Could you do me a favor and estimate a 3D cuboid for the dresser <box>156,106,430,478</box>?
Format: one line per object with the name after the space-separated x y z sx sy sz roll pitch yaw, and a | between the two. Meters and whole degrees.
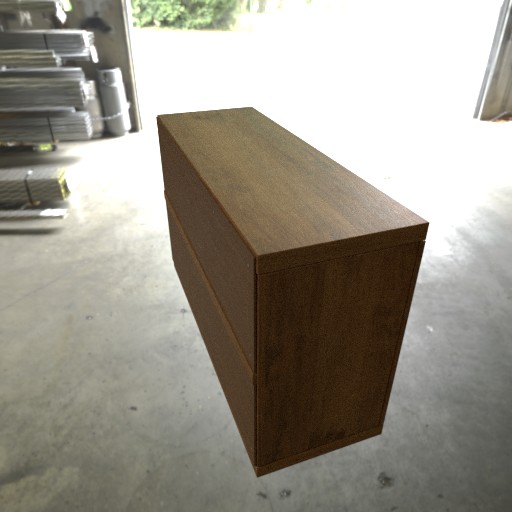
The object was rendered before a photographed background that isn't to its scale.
0.000 0.000 1.718 0.479 0.825 1.261 -11 33 -17 | dresser
